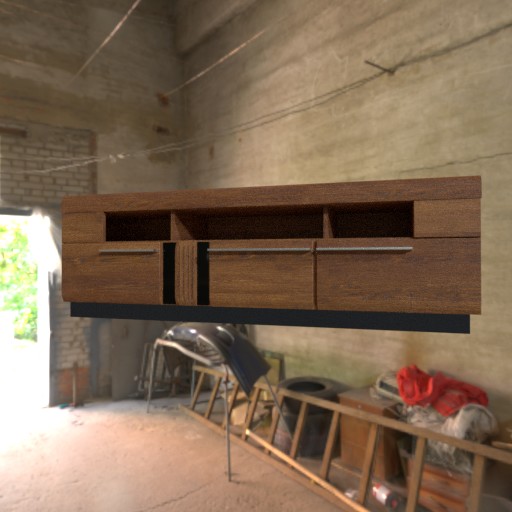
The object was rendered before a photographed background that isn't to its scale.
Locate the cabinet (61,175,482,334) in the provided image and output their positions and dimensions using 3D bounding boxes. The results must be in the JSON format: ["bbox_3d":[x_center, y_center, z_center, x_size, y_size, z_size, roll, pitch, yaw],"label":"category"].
[{"bbox_3d":[0.000,0.000,1.804,1.600,0.510,0.419,0,-1,16],"label":"cabinet"}]
